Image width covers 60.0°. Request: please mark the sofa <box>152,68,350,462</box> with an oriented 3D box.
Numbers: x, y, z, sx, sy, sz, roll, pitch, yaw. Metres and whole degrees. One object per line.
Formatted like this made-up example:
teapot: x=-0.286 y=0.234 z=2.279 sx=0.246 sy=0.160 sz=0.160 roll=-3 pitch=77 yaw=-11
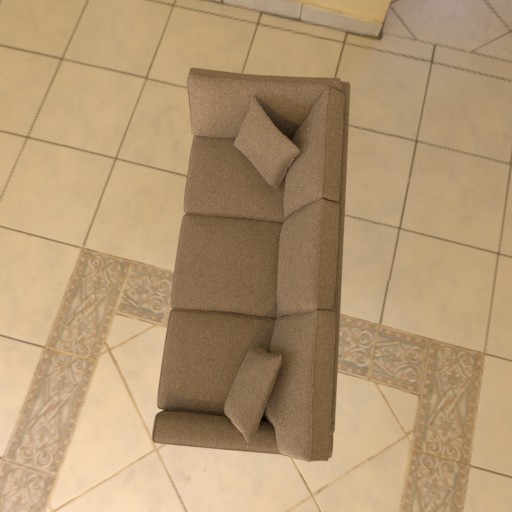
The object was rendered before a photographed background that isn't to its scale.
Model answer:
sofa: x=0.000 y=0.000 z=2.880 sx=1.061 sy=0.962 sz=2.317 roll=5 pitch=75 yaw=1
